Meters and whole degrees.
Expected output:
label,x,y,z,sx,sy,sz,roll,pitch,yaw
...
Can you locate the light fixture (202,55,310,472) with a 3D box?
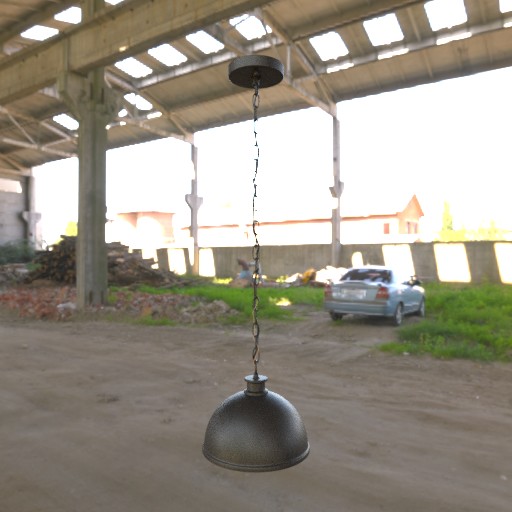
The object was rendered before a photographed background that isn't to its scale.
label,x,y,z,sx,sy,sz,roll,pitch,yaw
light fixture,0.000,0.000,1.271,0.304,1.090,0.304,0,-1,0
